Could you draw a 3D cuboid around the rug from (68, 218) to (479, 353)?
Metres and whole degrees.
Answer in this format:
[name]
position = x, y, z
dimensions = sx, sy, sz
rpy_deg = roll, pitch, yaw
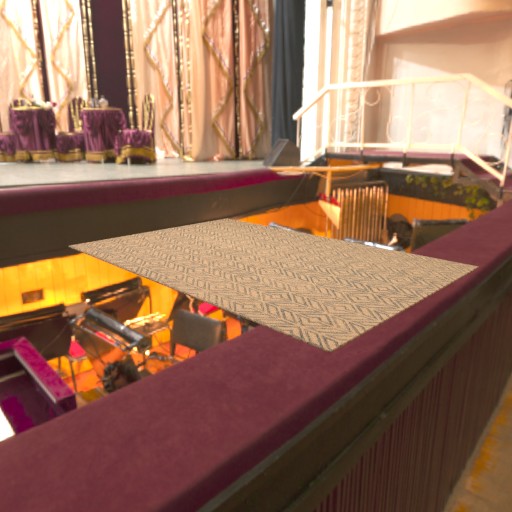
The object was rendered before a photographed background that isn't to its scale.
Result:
[rug]
position = 0.000, 0.000, 2.344
dimensions = 1.824, 0.008, 1.220
rpy_deg = 15, 21, 43
